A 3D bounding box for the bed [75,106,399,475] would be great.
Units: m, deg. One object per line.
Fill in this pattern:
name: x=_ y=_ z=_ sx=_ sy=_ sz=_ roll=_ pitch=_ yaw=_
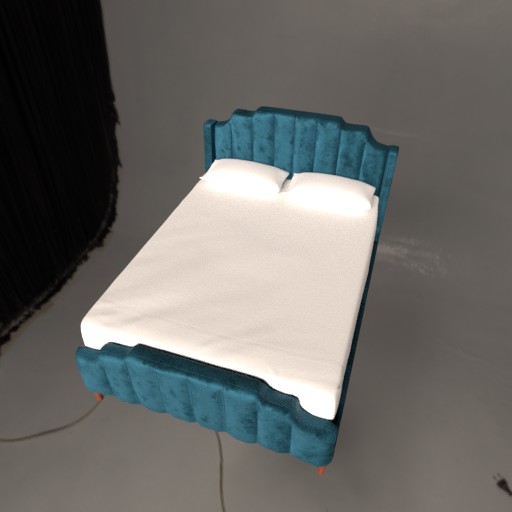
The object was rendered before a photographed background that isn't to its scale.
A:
bed: x=0.000 y=0.000 z=3.264 sx=1.678 sy=1.338 sz=2.322 roll=12 pitch=42 yaw=14
